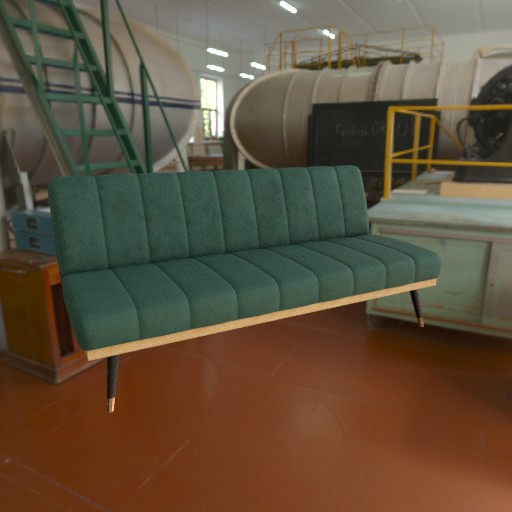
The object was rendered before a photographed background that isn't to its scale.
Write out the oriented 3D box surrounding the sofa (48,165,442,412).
[{"bbox_3d":[0.000,0.000,2.255,1.810,0.820,0.830,-8,17,-27],"label":"sofa"}]
